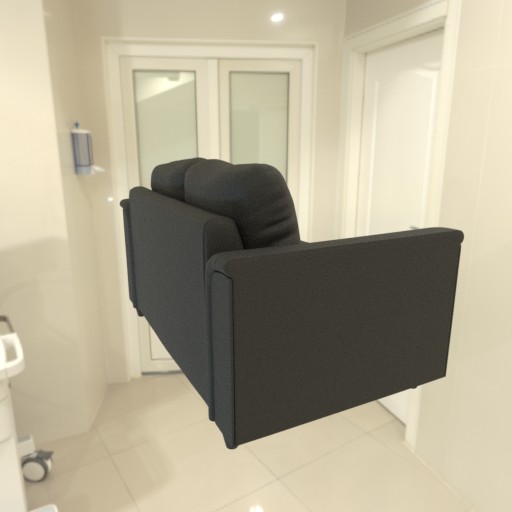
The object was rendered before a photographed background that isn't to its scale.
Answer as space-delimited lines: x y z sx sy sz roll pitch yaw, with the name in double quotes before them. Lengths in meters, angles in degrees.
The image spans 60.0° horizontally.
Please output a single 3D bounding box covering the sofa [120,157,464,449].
"sofa" 0.000 0.000 1.942 0.887 0.845 1.386 -7 16 -26
